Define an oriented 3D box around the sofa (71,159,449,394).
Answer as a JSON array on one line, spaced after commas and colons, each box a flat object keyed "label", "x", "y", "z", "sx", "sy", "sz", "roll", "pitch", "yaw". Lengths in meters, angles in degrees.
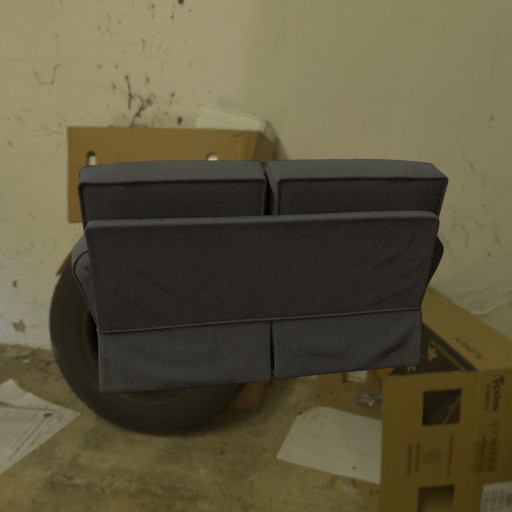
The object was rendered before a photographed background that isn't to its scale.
[{"label": "sofa", "x": 0.000, "y": 0.000, "z": 2.433, "sx": 1.801, "sy": 1.059, "sz": 0.997, "roll": -3, "pitch": 15, "yaw": -10}]
